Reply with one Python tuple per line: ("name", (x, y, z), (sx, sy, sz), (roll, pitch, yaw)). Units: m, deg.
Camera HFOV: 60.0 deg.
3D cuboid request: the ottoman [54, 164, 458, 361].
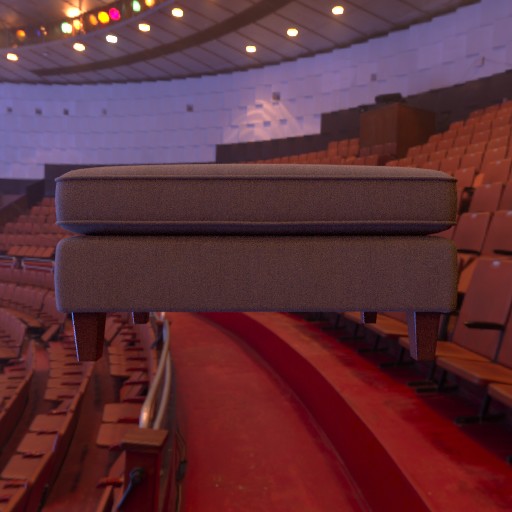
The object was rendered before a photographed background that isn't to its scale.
("ottoman", (0.000, 0.000, 1.300), (0.941, 0.480, 0.636), (0, 1, -1))
